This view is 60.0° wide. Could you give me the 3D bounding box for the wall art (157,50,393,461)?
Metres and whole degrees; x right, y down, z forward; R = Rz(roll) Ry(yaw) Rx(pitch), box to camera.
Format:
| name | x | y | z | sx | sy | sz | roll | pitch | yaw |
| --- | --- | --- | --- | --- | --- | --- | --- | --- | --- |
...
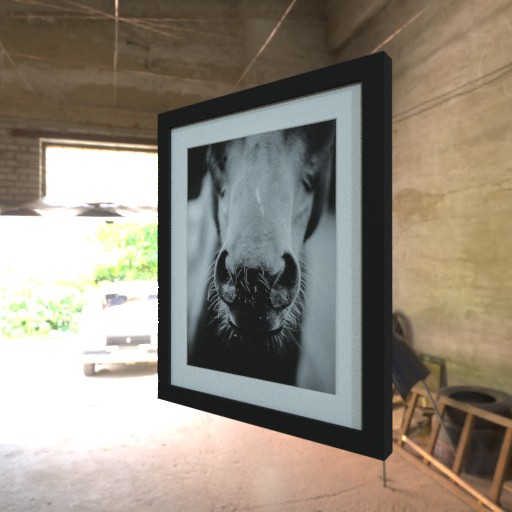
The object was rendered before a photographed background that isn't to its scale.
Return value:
| name | x | y | z | sx | sy | sz | roll | pitch | yaw |
| --- | --- | --- | --- | --- | --- | --- | --- | --- | --- |
| wall art | 0.000 | 0.000 | 0.542 | 0.329 | 0.404 | 0.024 | 0 | 0 | 36 |
